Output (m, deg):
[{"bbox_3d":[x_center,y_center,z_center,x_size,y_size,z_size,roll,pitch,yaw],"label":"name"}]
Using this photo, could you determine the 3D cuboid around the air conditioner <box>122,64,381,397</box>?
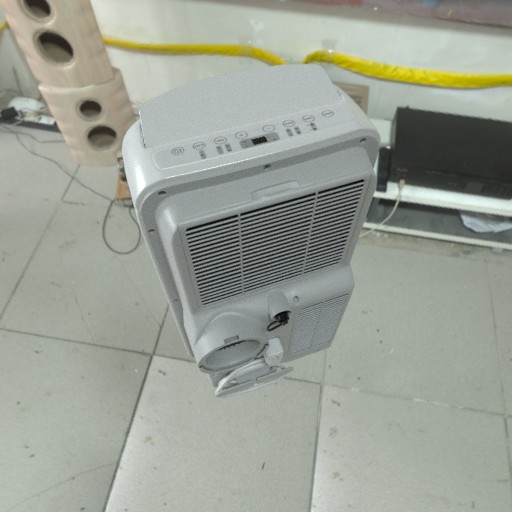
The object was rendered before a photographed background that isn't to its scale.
[{"bbox_3d":[0.000,0.000,1.044,0.449,0.786,0.414,-17,60,-10],"label":"air conditioner"}]
